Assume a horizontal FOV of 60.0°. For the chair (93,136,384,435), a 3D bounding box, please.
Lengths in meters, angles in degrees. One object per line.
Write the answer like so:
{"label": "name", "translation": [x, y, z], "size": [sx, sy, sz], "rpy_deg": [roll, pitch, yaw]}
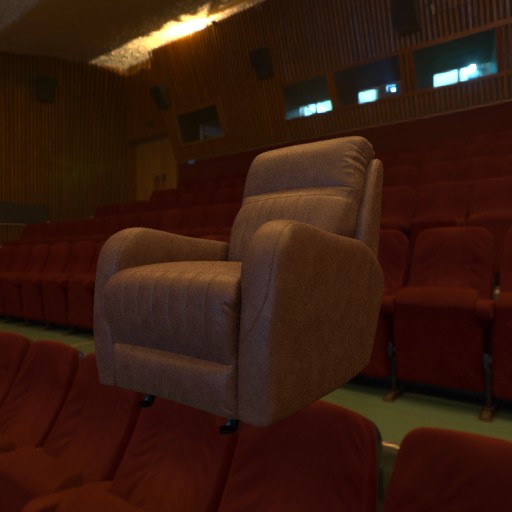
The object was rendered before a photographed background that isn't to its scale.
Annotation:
{"label": "chair", "translation": [0.000, 0.000, 1.818], "size": [0.865, 1.067, 1.067], "rpy_deg": [0, 1, 37]}
